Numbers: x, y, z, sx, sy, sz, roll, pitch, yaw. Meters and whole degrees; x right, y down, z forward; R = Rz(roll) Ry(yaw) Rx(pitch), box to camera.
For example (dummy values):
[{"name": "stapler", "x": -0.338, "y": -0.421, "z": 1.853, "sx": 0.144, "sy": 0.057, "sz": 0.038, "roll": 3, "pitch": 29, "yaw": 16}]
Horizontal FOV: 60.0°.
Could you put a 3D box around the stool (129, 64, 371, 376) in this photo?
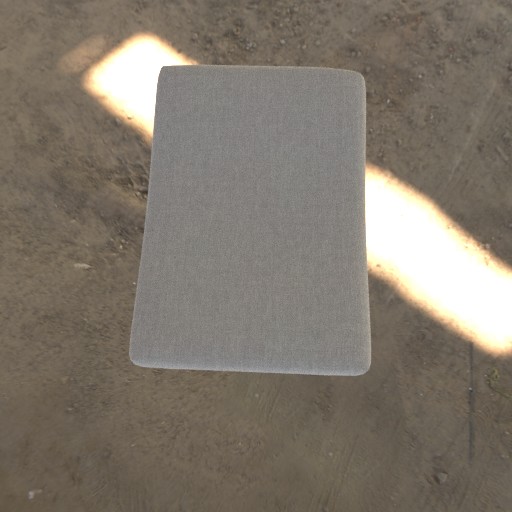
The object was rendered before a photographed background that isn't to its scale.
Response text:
[{"name": "stool", "x": 0.000, "y": 0.000, "z": 0.963, "sx": 0.356, "sy": 0.660, "sz": 0.508, "roll": 2, "pitch": 77, "yaw": 1}]
